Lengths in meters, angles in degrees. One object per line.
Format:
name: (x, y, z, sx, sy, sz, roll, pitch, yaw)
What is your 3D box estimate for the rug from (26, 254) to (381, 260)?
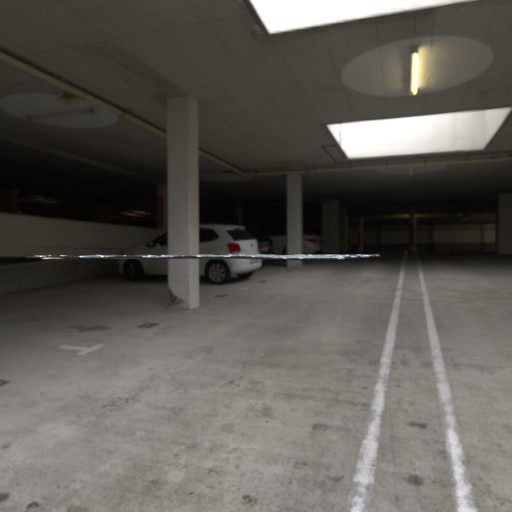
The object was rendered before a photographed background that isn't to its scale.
rug: (0.000, 0.000, 3.062, 1.529, 0.017, 2.448, 0, 0, 19)
